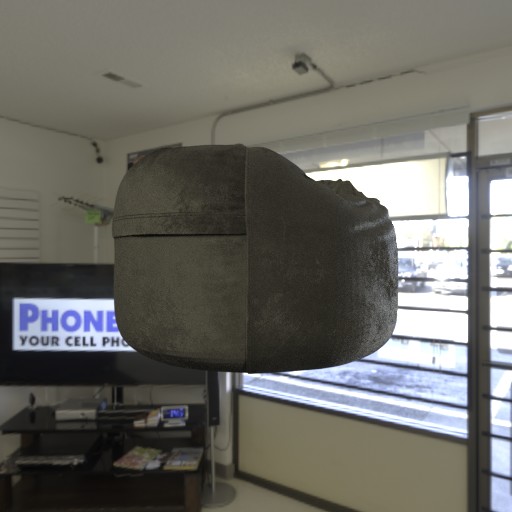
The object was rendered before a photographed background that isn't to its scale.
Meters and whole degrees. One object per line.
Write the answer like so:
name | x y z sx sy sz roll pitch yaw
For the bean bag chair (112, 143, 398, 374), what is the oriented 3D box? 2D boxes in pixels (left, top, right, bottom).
bean bag chair | 0.000 0.000 1.492 0.918 0.605 0.918 0 1 0
